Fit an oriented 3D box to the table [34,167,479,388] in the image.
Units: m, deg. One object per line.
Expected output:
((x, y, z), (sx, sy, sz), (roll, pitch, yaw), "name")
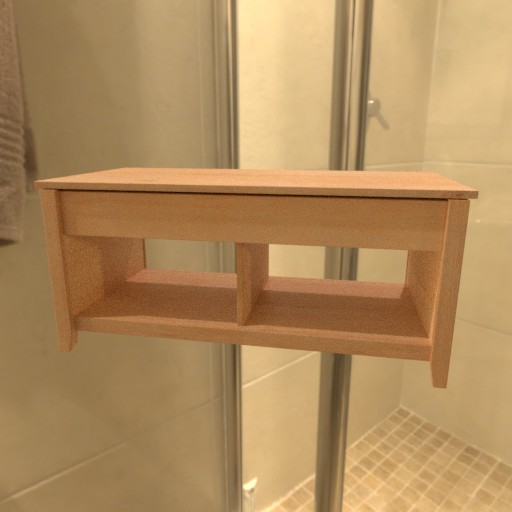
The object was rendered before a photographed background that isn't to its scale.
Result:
((0.000, 0.000, 1.283), (1.016, 0.457, 0.483), (3, 16, 10), "table")
